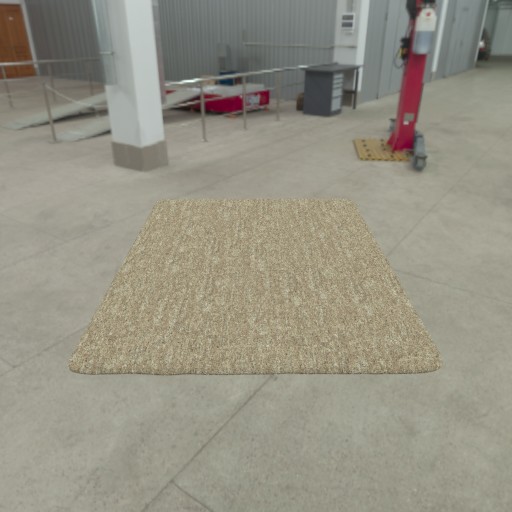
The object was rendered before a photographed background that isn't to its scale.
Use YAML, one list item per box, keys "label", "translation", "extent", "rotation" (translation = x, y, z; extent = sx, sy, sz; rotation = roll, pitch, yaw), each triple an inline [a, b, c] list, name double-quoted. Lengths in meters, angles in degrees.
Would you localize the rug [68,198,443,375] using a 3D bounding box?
- label: "rug"
  translation: [0.000, 0.000, 3.798]
  extent: [2.242, 0.050, 2.873]
  rotation: [0, 27, 0]
